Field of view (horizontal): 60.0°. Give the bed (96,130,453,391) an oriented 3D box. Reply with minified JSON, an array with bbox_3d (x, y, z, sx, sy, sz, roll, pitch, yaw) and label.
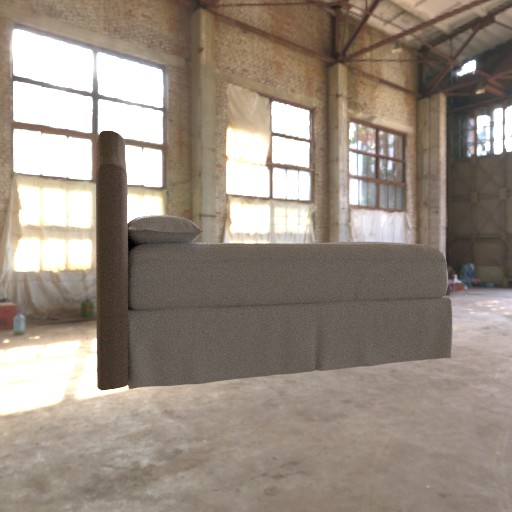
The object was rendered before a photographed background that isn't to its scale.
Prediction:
[{"bbox_3d":[0.000,0.000,3.234,2.164,1.303,1.828,0,1,-19],"label":"bed"}]
